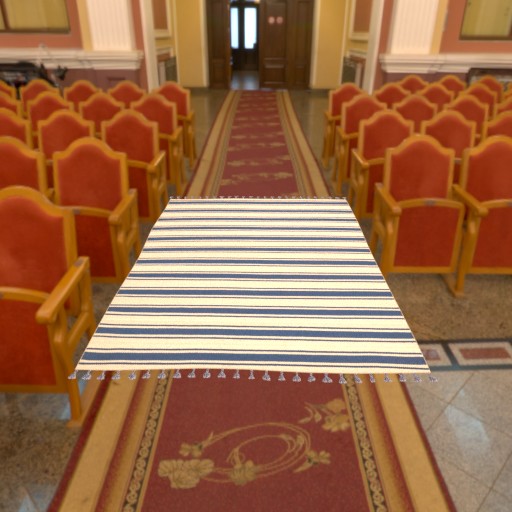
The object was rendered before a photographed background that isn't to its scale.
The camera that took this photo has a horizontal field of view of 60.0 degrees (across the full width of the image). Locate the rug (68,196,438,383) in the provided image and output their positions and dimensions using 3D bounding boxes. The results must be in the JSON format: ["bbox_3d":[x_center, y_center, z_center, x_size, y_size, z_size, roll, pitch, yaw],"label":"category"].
[{"bbox_3d":[0.000,0.000,2.866,1.544,0.010,2.315,0,27,1],"label":"rug"}]
